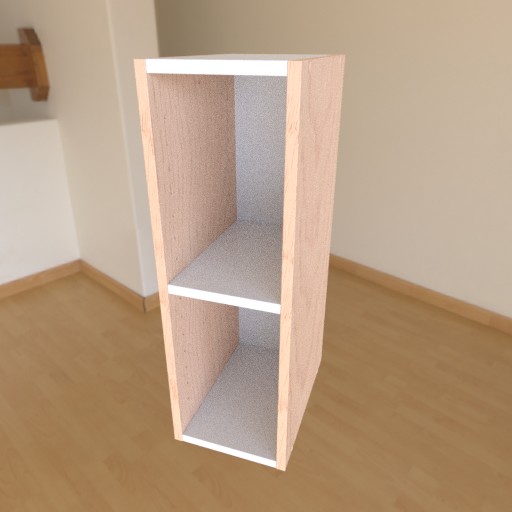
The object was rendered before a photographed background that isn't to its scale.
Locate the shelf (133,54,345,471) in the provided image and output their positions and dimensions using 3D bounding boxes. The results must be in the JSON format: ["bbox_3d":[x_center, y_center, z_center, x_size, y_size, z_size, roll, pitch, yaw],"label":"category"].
[{"bbox_3d":[0.000,0.000,0.730,0.200,0.600,0.290,8,27,17],"label":"shelf"}]
